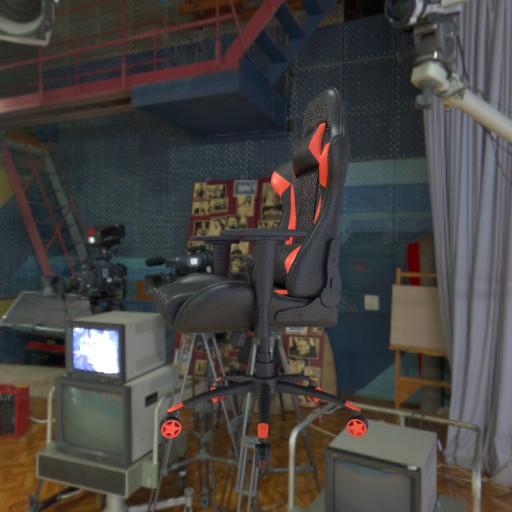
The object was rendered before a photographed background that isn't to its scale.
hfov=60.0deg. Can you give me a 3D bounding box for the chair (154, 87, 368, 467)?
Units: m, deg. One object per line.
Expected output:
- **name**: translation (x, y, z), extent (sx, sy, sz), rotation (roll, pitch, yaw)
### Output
- **chair**: translation (0.000, 0.000, 1.670), extent (0.730, 1.282, 0.695), rotation (0, 1, -17)
